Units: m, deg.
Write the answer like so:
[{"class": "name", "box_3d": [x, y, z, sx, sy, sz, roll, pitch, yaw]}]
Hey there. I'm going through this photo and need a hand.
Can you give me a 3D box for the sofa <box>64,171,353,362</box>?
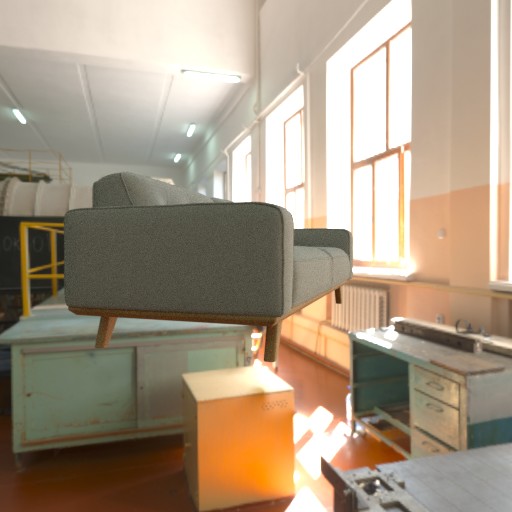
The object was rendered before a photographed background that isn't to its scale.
[{"class": "sofa", "box_3d": [0.000, 0.000, 2.727, 0.956, 0.781, 2.270, 0, 1, 18]}]
